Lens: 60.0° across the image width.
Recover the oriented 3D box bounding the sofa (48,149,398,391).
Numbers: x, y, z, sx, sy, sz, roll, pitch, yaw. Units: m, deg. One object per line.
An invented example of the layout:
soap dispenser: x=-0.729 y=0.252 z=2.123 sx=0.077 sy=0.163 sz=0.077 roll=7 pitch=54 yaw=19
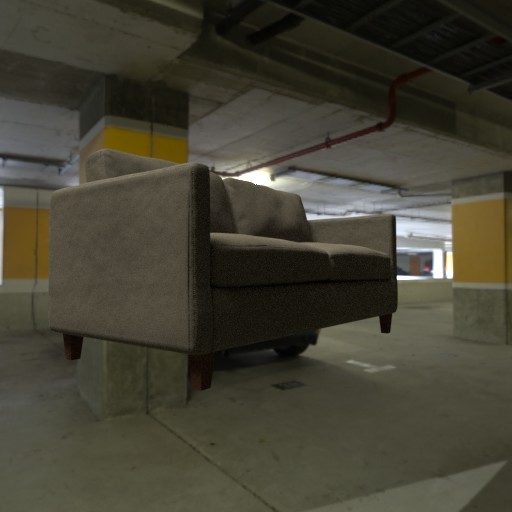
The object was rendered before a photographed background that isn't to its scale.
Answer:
sofa: x=0.000 y=0.000 z=2.440 sx=0.950 sy=0.963 sz=1.884 roll=-1 pitch=-2 yaw=38
